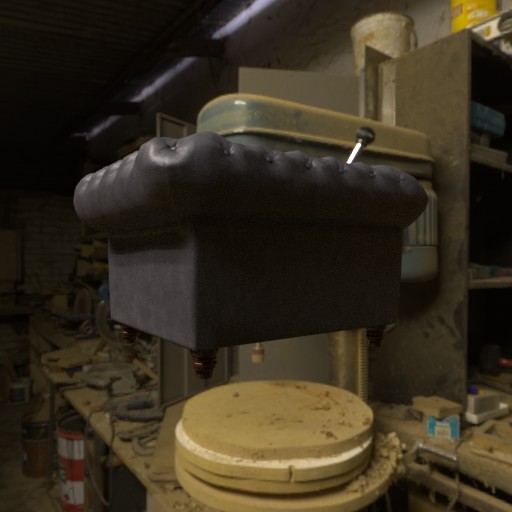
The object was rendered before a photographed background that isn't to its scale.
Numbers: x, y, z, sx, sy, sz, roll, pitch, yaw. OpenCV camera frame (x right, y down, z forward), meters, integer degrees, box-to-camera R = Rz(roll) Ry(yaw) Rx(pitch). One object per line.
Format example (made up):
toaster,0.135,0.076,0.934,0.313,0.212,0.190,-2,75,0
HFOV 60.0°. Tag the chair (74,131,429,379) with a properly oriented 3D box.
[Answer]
chair,0.000,0.000,1.908,1.298,0.780,0.943,0,0,-35
